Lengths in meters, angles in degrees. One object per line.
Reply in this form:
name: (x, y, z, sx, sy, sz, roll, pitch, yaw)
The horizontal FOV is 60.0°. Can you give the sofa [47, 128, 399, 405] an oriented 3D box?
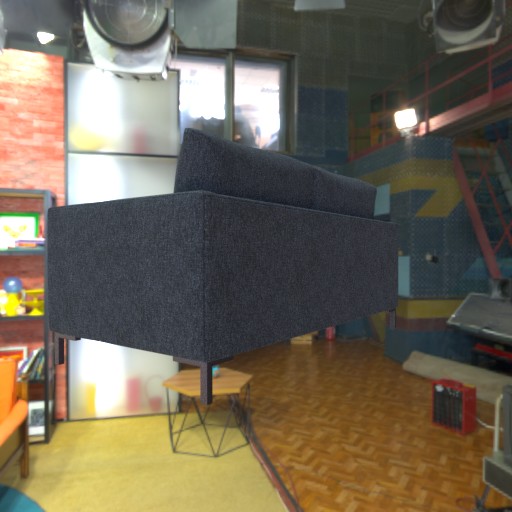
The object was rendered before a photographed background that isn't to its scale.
sofa: (0.000, 0.000, 2.191, 0.866, 0.862, 1.716, 0, 0, 36)
